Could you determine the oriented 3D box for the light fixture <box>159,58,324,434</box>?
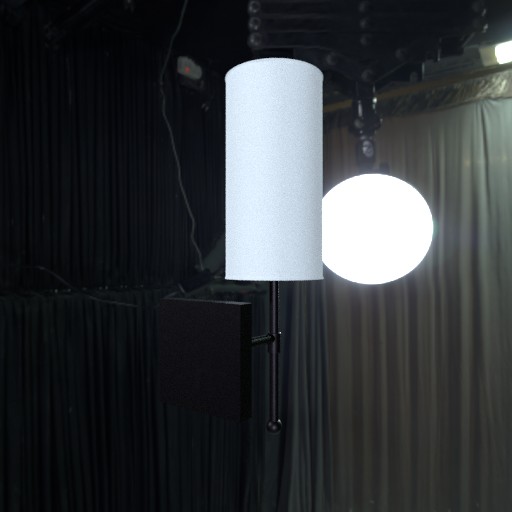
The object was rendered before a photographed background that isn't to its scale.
[{"bbox_3d":[0.000,0.000,0.547,0.128,0.462,0.208,-1,-1,36],"label":"light fixture"}]
